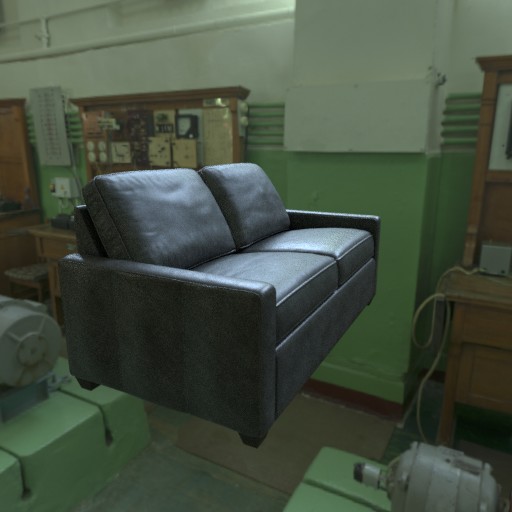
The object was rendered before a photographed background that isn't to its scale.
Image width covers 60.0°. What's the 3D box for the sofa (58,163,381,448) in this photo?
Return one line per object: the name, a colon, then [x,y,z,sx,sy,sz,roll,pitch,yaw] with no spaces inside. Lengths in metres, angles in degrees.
sofa: [0.000,0.000,2.338,0.939,0.916,1.732,7,16,27]
